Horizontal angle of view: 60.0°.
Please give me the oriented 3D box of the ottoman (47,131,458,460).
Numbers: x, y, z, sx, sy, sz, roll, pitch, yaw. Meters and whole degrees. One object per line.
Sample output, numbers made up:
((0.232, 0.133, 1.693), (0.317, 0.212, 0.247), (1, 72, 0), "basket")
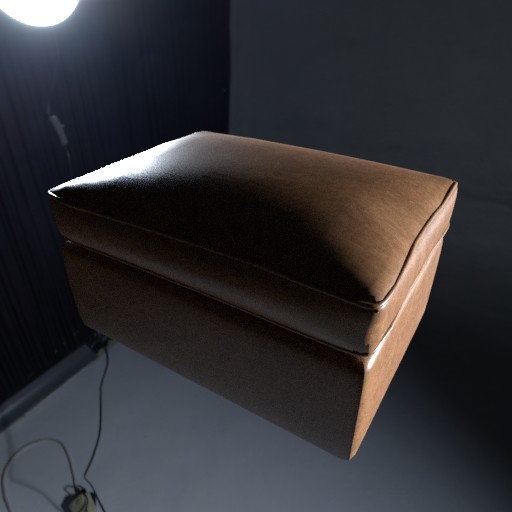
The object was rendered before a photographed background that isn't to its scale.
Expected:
((0.000, 0.000, 1.061), (0.756, 0.468, 0.554), (18, 36, 27), "ottoman")
